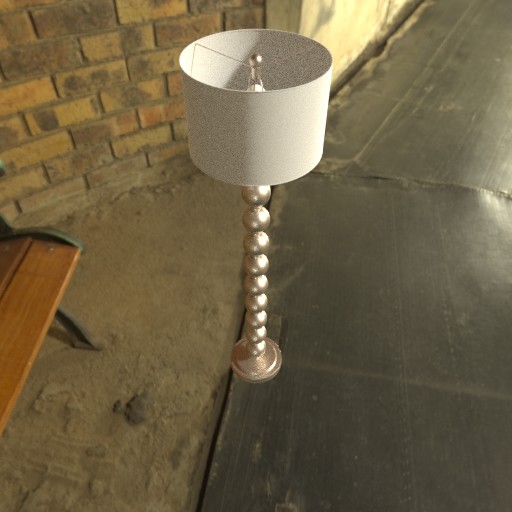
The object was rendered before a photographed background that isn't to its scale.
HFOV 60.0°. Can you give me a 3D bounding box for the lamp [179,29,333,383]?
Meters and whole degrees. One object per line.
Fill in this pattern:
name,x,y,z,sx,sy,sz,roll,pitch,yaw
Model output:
lamp,0.000,0.000,1.655,0.394,1.474,0.394,-21,50,-19
